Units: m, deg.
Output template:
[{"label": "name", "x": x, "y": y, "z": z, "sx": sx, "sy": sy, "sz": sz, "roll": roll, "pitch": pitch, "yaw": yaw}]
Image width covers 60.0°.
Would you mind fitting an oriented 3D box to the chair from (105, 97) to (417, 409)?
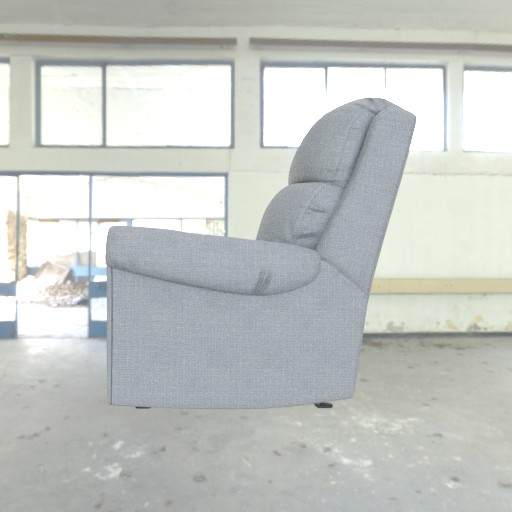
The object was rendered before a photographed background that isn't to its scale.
[{"label": "chair", "x": 0.000, "y": 0.000, "z": 1.735, "sx": 1.014, "sy": 1.054, "sz": 0.838, "roll": 0, "pitch": 0, "yaw": 0}]
